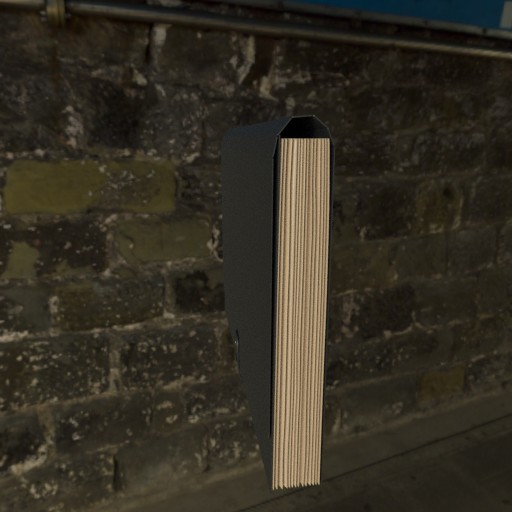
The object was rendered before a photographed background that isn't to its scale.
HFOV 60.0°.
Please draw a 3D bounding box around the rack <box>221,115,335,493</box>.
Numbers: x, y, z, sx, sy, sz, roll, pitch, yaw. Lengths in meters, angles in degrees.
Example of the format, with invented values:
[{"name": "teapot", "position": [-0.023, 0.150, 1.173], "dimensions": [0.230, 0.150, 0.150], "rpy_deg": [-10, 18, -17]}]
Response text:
[{"name": "rack", "position": [0.000, 0.000, 0.423], "dimensions": [0.041, 0.241, 0.330], "rpy_deg": [-2, 15, -9]}]
